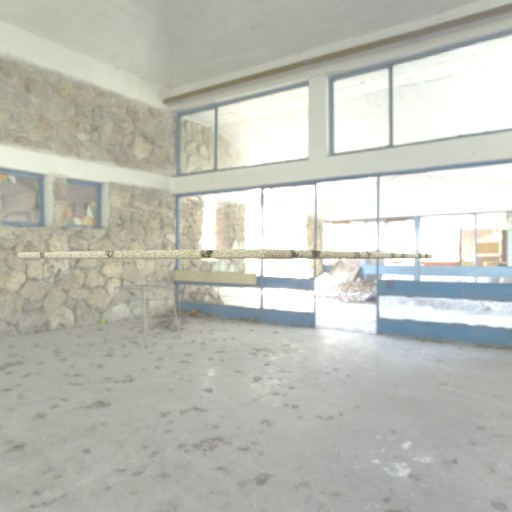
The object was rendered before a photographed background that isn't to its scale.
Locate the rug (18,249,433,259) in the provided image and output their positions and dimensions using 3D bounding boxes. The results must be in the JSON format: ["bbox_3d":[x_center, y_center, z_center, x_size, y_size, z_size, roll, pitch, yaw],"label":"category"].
[{"bbox_3d":[0.000,0.000,2.063,1.200,0.025,1.600,0,0,35],"label":"rug"}]
